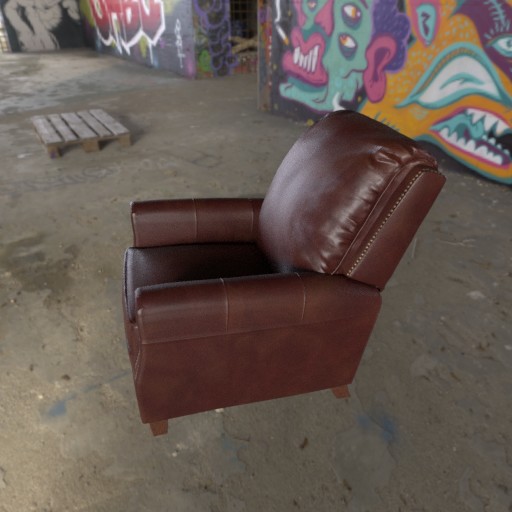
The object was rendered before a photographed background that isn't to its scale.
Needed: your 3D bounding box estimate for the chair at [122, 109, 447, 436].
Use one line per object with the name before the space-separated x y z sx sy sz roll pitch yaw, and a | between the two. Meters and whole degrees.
chair | 0.000 0.000 1.779 1.089 1.022 0.826 -7 31 -12
